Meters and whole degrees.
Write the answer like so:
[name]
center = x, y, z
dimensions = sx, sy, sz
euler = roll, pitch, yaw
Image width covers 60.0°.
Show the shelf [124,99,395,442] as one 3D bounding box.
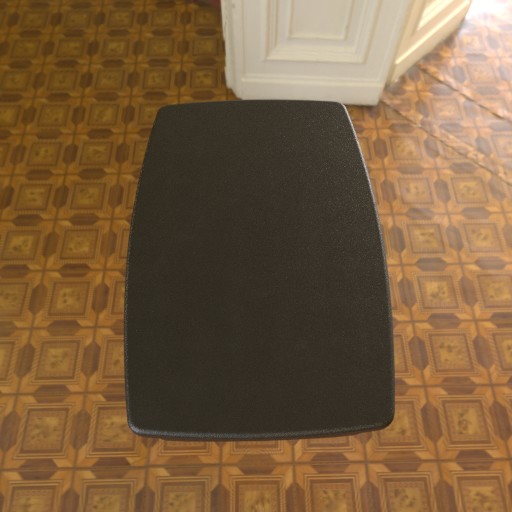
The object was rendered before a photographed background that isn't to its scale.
[shelf]
center = 0.000, 0.000, 0.524
dimensions = 0.280, 0.100, 0.410
euler = -1, 63, -1
